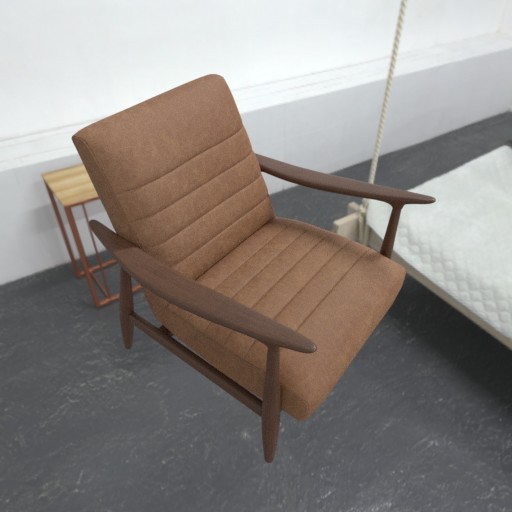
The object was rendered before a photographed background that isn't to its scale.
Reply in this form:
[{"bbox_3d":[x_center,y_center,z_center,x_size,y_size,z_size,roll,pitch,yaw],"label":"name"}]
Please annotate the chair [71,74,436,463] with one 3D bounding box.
[{"bbox_3d":[0.000,0.000,1.378,0.798,0.832,0.741,26,47,27],"label":"chair"}]
